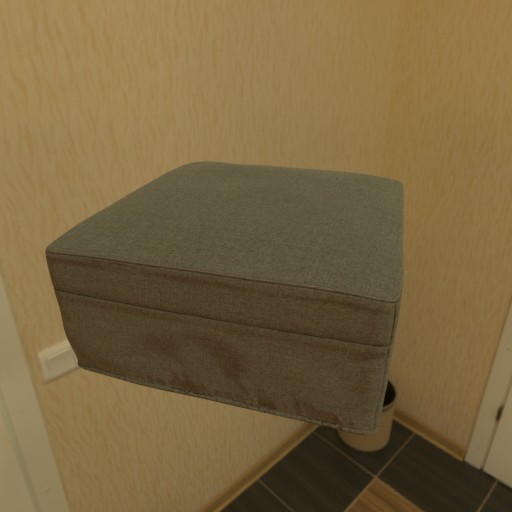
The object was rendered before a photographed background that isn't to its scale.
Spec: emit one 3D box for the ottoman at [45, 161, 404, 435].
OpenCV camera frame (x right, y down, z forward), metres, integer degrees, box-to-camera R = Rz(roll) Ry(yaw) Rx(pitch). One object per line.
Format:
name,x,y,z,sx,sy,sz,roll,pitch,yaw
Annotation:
ottoman,0.000,0.000,1.367,0.840,0.436,0.843,8,27,15
